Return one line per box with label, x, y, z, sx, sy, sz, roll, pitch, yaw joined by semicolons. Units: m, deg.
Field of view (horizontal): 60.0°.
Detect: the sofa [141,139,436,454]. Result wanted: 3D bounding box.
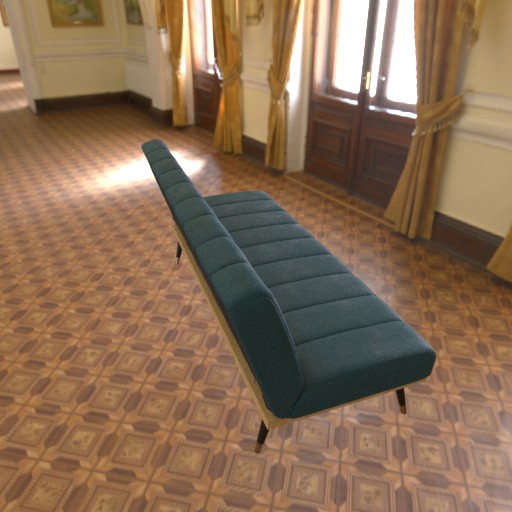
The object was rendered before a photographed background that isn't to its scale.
sofa;0.000;0.000;2.267;0.830;0.825;1.810;-10;31;-18
